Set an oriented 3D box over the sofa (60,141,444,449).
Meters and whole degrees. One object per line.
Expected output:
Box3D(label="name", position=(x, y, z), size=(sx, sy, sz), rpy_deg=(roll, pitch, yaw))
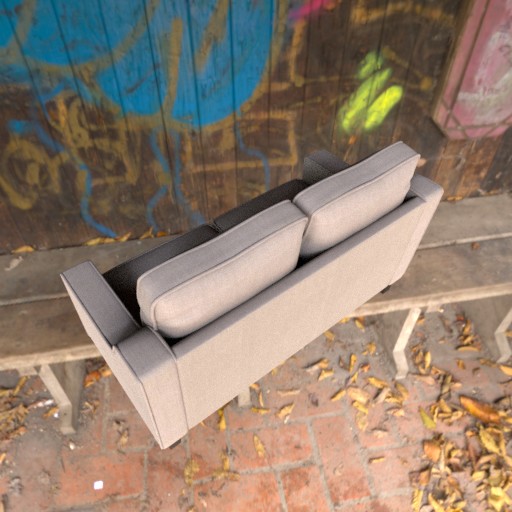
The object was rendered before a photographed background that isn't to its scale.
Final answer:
Box3D(label="sofa", position=(0.000, 0.000, 2.014), size=(1.500, 0.948, 0.791), rpy_deg=(-30, 52, -26))
